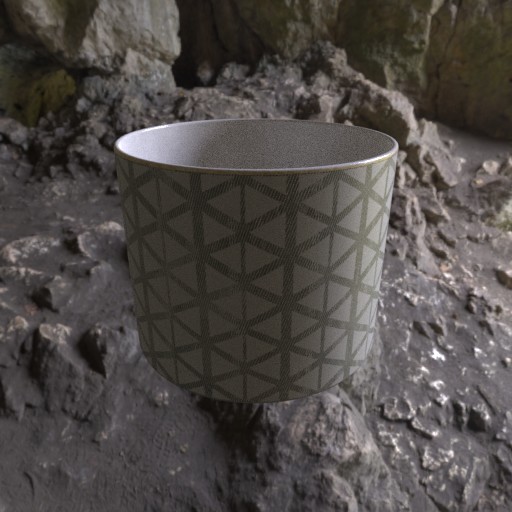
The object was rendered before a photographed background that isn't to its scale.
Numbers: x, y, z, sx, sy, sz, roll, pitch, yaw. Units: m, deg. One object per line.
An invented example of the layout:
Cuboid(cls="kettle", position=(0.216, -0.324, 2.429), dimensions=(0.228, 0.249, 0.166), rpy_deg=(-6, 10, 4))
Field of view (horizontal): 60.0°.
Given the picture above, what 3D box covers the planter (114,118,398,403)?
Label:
Cuboid(cls="planter", position=(0.000, 0.000, 0.345), dimensions=(0.190, 0.181, 0.190), rpy_deg=(0, 25, 0))
